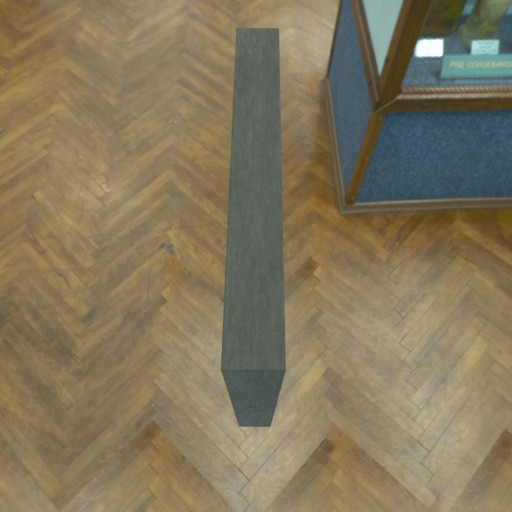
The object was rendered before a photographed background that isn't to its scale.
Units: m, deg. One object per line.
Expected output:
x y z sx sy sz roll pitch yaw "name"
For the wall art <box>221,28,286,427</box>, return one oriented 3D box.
0.000 0.000 0.461 0.038 0.302 0.303 1 63 0 "wall art"
